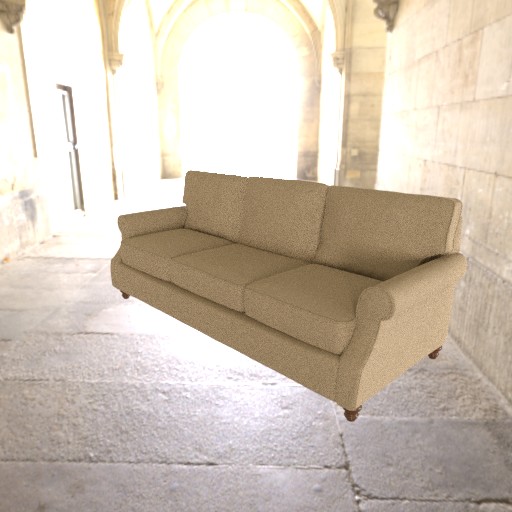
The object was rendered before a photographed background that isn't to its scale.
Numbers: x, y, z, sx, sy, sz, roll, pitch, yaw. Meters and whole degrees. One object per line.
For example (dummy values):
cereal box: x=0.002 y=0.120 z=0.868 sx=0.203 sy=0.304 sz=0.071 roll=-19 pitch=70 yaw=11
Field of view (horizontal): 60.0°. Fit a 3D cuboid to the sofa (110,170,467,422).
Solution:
sofa: x=0.000 y=0.000 z=2.835 sx=0.966 sy=0.948 sz=2.354 roll=-15 pitch=22 yaw=-42
